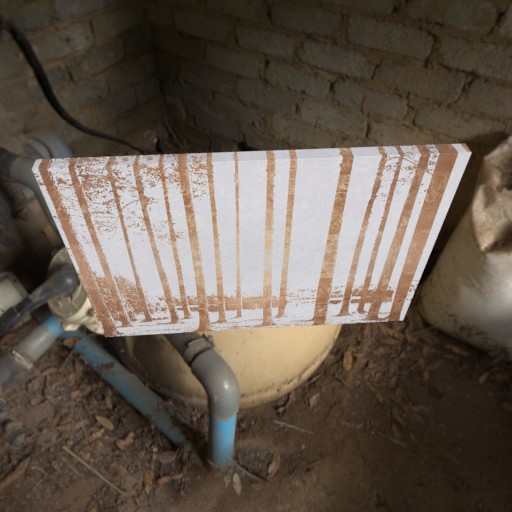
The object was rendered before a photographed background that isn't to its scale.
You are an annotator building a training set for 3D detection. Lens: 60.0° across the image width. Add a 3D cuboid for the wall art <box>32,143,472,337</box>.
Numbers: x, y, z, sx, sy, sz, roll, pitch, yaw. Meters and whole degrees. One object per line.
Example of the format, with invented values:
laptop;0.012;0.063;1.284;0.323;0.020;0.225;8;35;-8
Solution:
wall art;0.000;0.000;1.150;0.914;0.609;0.035;-3;46;-3
